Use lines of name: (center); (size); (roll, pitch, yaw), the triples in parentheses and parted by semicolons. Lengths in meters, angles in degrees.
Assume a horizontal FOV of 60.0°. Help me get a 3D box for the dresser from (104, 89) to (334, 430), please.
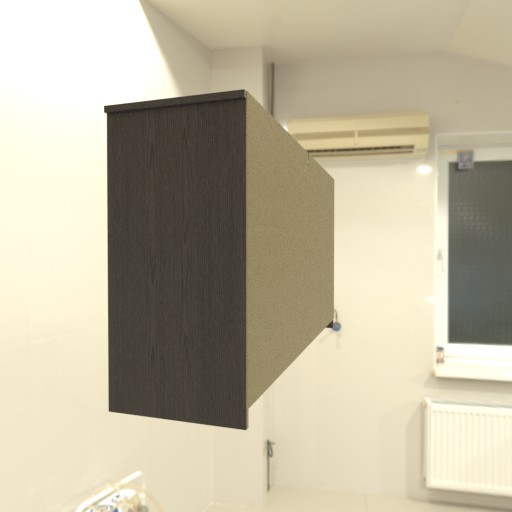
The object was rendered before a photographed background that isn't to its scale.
dresser: (0.000, 0.000, 1.681); (0.401, 0.755, 1.360); (0, 1, 18)
